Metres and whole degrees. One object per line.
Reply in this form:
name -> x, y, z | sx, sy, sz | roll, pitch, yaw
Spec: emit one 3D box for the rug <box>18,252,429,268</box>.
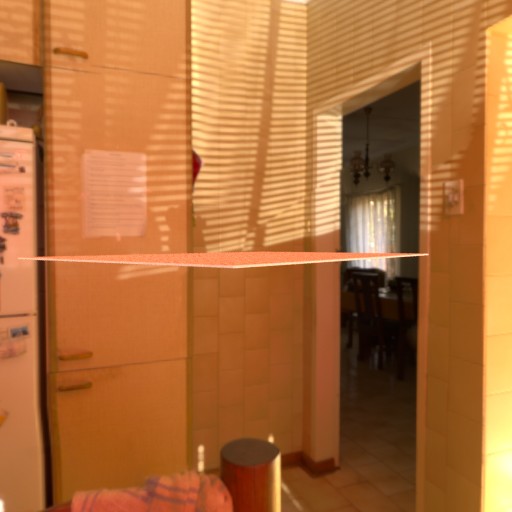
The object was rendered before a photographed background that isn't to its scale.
rug -> 0.000, 0.000, 2.291 | 1.220, 0.007, 1.828 | 1, 2, 37
